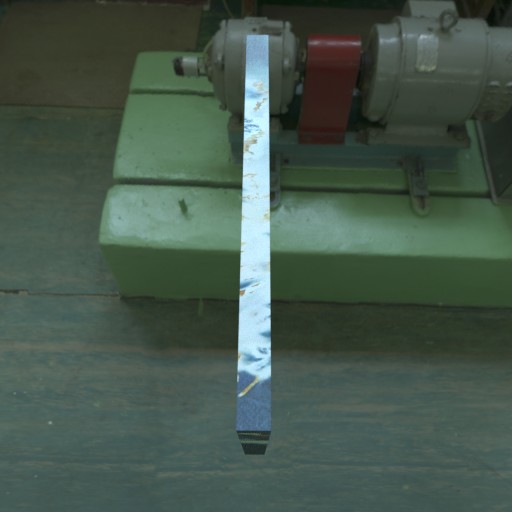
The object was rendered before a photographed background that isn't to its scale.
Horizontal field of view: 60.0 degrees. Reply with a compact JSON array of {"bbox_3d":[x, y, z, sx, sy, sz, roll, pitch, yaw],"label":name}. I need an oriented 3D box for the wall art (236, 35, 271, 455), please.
[{"bbox_3d":[0.000,0.000,0.769,0.036,0.405,0.607,0,63,0],"label":"wall art"}]
